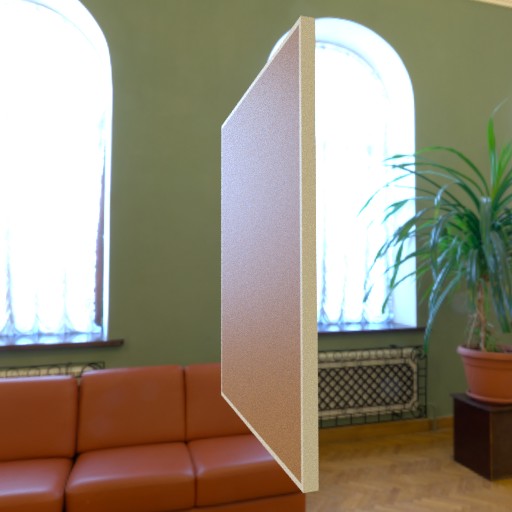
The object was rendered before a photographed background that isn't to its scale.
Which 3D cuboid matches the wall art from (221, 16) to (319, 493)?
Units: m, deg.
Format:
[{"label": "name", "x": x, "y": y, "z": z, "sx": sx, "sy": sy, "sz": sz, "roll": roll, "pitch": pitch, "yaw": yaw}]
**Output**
[{"label": "wall art", "x": 0.000, "y": 0.000, "z": 1.358, "sx": 0.039, "sy": 1.050, "sz": 0.795, "roll": 1, "pitch": -2, "yaw": -17}]
